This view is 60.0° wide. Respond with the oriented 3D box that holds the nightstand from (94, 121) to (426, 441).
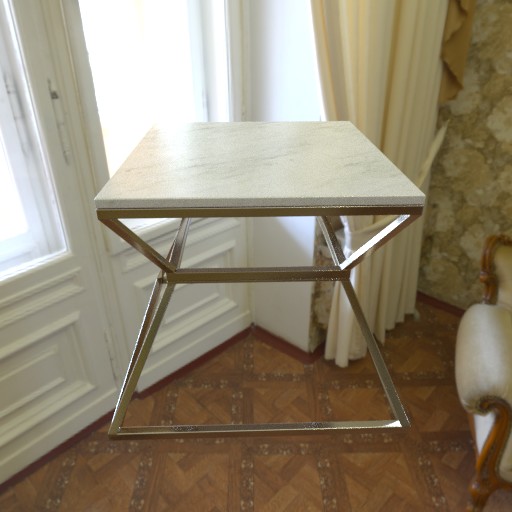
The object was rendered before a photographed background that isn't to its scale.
[{"bbox_3d":[0.000,0.000,0.881,0.514,0.426,0.513,-1,29,-2],"label":"nightstand"}]
